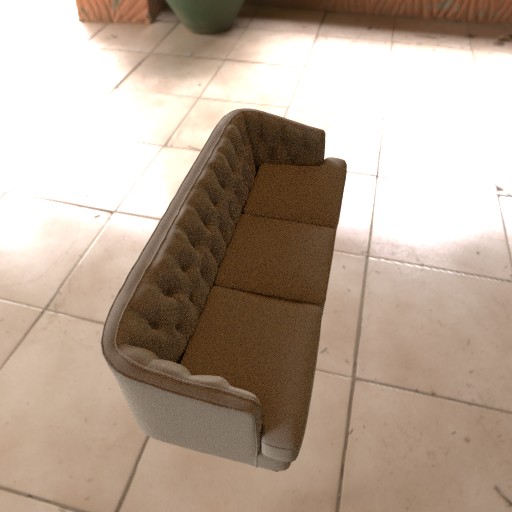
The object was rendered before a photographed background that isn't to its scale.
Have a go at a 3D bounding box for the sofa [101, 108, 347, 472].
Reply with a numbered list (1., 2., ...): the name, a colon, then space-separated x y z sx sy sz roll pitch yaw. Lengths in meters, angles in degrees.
1. sofa: 0.000 0.000 2.745 0.941 0.855 2.278 10 47 9
